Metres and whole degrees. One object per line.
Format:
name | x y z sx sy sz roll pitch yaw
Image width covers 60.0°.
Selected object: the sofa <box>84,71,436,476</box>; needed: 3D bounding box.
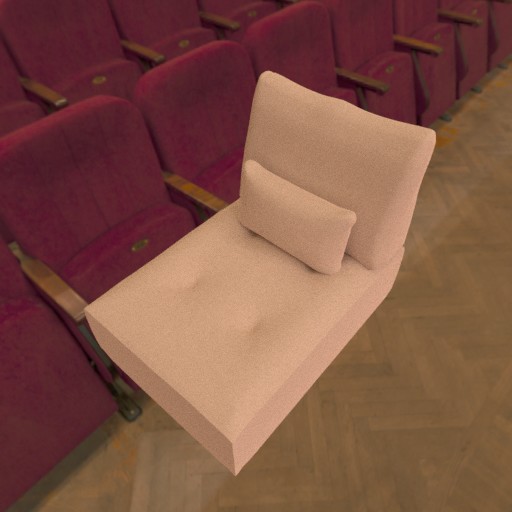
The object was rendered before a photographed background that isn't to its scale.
sofa | 0.000 0.000 1.533 0.700 0.820 1.000 32 54 27
